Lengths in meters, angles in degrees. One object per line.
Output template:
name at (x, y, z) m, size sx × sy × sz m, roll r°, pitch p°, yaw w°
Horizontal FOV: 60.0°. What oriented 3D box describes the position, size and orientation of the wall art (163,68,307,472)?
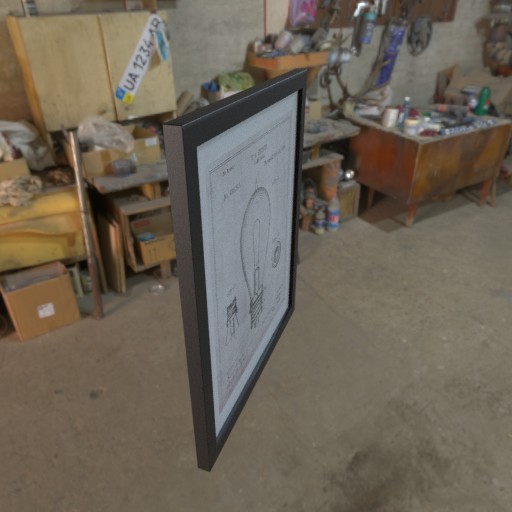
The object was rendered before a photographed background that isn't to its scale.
wall art at (0.000, 0.000, 0.711) m, size 0.021 × 0.509 × 0.430 m, roll 11°, pitch 31°, yaw 18°
